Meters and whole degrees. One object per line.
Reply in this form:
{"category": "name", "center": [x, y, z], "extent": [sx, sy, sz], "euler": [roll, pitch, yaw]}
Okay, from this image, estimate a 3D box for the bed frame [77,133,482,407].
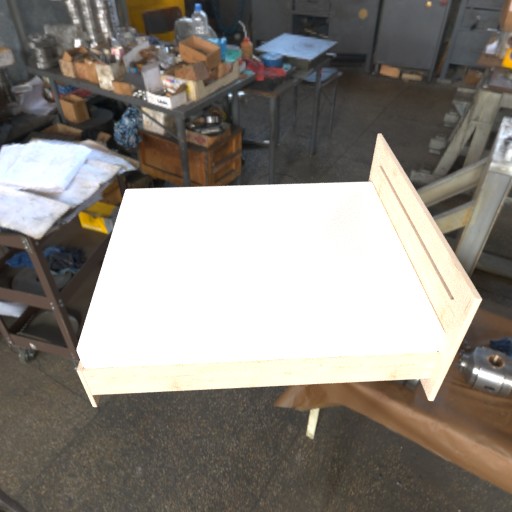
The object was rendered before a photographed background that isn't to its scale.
{"category": "bed frame", "center": [0.000, 0.000, 3.061], "extent": [2.080, 0.900, 1.800], "euler": [-2, 41, -2]}
